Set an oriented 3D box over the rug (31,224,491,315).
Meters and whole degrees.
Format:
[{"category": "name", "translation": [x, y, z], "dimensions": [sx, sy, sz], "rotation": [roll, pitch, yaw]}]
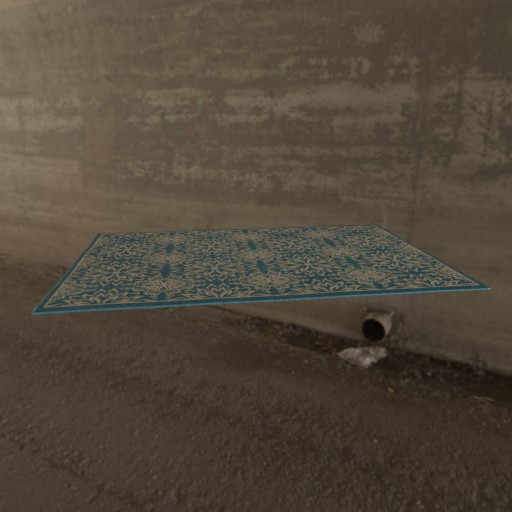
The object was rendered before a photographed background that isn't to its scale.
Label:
[{"category": "rug", "translation": [0.000, 0.000, 2.318], "dimensions": [1.833, 0.012, 1.211], "rotation": [-2, 17, -8]}]
